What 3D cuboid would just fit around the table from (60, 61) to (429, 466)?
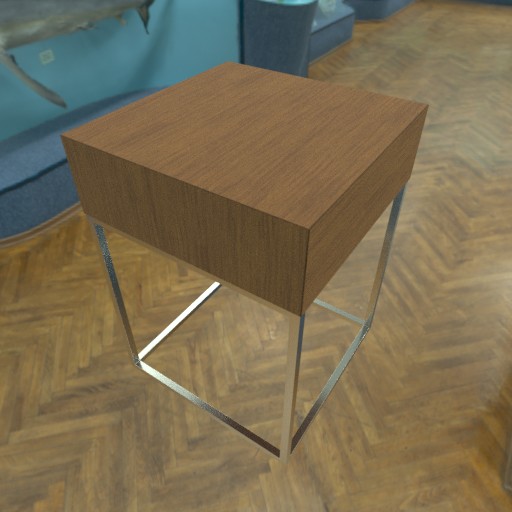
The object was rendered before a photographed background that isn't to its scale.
[{"bbox_3d":[0.000,0.000,0.839,0.398,0.540,0.397,23,46,25],"label":"table"}]
